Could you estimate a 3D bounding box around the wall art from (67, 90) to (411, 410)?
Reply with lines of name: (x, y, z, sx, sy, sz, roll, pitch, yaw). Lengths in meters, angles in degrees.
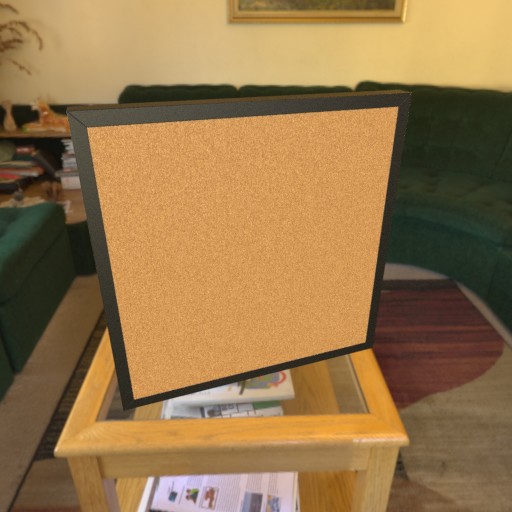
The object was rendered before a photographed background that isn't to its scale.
wall art: (0.000, 0.000, 0.752, 0.508, 0.508, 0.036, -9, 29, -17)
